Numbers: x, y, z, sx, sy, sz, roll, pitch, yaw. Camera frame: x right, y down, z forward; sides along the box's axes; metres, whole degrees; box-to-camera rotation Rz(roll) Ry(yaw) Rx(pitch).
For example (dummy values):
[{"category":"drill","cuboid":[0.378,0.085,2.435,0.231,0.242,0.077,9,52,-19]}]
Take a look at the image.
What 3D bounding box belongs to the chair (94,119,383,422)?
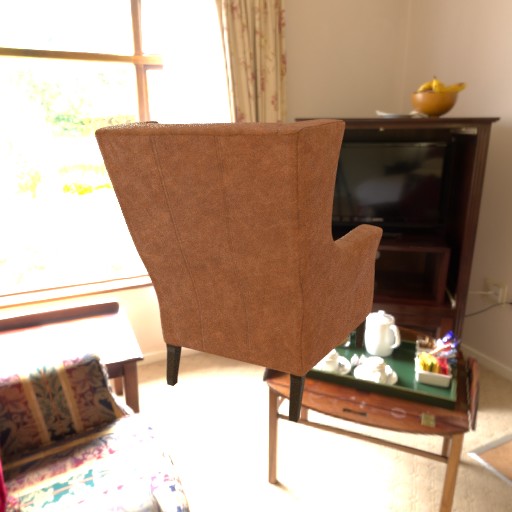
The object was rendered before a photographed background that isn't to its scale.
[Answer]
[{"category":"chair","cuboid":[0.000,0.000,1.742,0.853,1.016,0.926,8,18,25]}]
